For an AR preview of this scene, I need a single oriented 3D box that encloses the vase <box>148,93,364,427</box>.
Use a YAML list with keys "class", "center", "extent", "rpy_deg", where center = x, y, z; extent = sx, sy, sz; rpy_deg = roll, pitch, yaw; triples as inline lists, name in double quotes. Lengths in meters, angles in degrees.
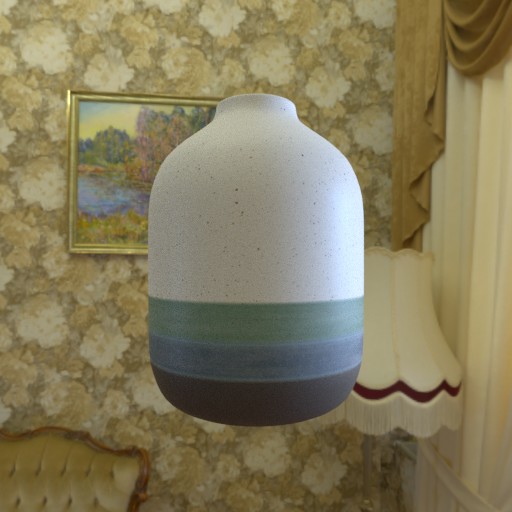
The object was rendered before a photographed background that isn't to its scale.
- class: "vase"
  center: [0.000, 0.000, 0.358]
  extent: [0.169, 0.240, 0.169]
  rpy_deg: [0, 0, 0]
